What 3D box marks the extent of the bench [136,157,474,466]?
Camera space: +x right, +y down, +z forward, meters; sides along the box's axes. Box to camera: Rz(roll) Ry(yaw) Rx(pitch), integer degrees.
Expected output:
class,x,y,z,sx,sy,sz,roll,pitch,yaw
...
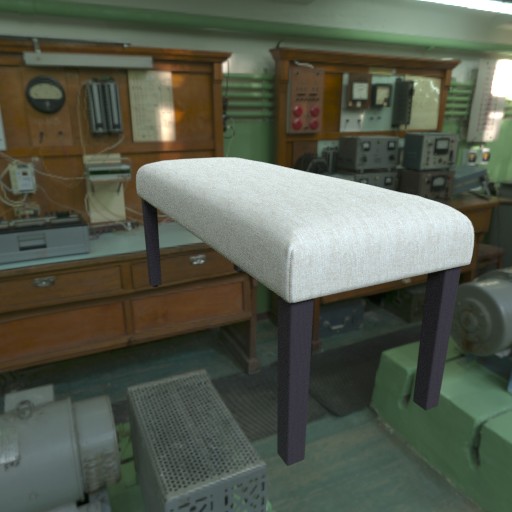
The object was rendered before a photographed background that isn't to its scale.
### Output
class,x,y,z,sx,sy,sz,roll,pitch,yaw
bench,0.000,0.000,1.213,0.407,0.456,1.013,-9,20,-25
